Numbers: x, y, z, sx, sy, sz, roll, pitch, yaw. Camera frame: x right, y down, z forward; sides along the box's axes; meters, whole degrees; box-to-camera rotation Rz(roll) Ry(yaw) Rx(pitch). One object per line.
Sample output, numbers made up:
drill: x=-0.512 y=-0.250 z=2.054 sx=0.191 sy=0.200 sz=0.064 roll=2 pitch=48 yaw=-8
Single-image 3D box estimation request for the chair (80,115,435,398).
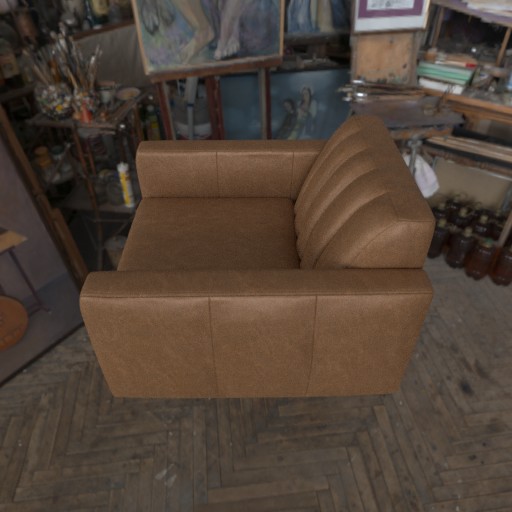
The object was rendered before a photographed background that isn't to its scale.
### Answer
chair: x=0.000 y=0.000 z=1.667 sx=0.998 sy=0.819 sz=0.953 roll=-1 pitch=41 yaw=-1
